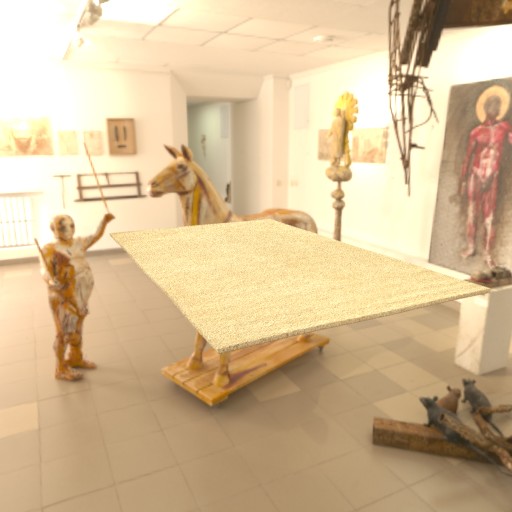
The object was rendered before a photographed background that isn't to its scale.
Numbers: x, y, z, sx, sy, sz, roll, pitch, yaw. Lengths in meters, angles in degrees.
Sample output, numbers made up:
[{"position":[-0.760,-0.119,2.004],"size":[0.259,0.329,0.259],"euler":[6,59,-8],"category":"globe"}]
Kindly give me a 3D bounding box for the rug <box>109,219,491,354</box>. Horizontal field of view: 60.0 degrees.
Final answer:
[{"position":[0.000,0.000,2.948],"size":[1.500,0.025,2.346],"euler":[-7,16,-26],"category":"rug"}]
